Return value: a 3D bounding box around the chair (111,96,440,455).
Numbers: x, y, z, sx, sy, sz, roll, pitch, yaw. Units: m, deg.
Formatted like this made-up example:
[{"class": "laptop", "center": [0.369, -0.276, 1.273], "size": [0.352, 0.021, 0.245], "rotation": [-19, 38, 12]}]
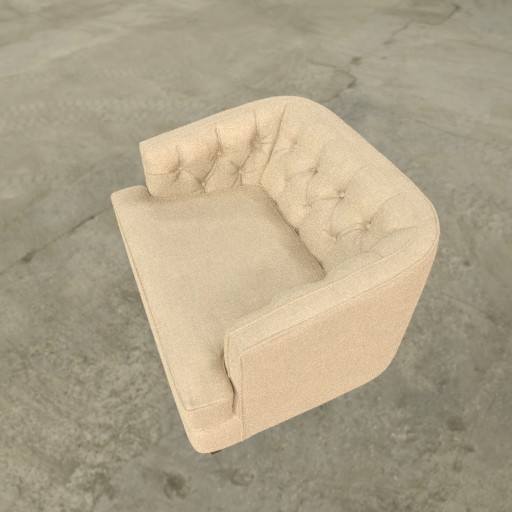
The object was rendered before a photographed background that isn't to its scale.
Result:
[{"class": "chair", "center": [0.000, 0.000, 1.733], "size": [0.914, 0.787, 1.118], "rotation": [-17, 48, -16]}]
